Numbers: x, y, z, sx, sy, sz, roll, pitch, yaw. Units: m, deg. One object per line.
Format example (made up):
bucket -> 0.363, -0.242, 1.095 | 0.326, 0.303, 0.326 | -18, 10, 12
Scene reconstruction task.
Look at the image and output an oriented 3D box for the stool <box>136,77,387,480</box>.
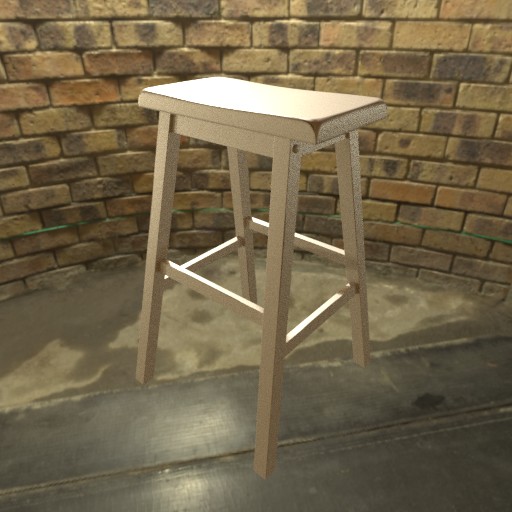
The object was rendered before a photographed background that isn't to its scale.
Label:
stool -> 0.000, 0.000, 1.055 | 0.457, 0.737, 0.476 | 23, 37, 34
